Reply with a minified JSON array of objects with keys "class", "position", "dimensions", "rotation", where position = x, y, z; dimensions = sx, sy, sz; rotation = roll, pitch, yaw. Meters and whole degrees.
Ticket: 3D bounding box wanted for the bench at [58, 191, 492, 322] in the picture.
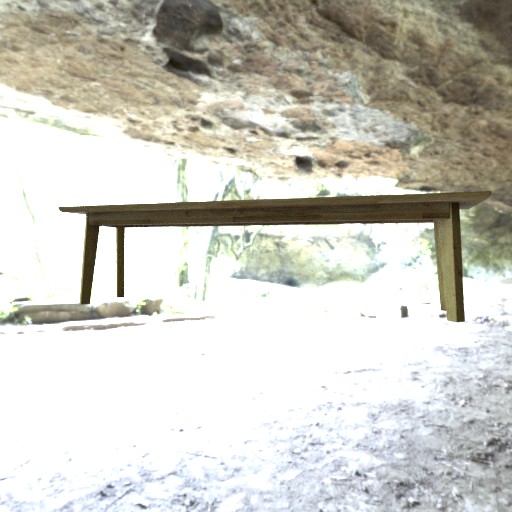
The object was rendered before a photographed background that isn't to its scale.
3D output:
[{"class":"bench","position":[0.000,0.000,1.855],"dimensions":[1.698,0.431,0.378],"rotation":[0,1,18]}]
